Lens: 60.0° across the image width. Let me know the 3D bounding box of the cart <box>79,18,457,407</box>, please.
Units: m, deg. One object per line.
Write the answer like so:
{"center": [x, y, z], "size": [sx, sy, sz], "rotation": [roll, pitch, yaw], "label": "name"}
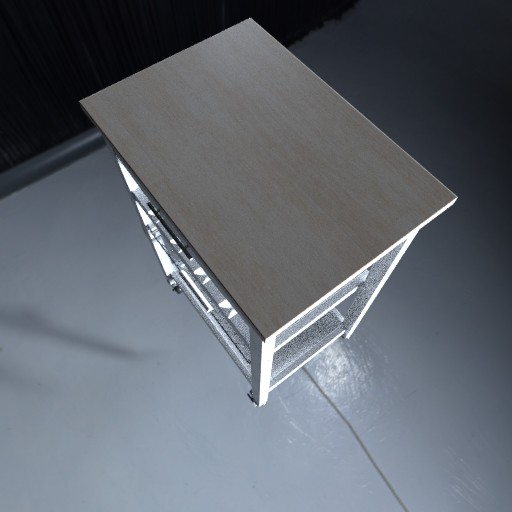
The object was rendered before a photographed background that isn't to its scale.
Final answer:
{"center": [0.000, 0.000, 1.169], "size": [0.406, 0.857, 0.578], "rotation": [-34, 68, -16], "label": "cart"}
